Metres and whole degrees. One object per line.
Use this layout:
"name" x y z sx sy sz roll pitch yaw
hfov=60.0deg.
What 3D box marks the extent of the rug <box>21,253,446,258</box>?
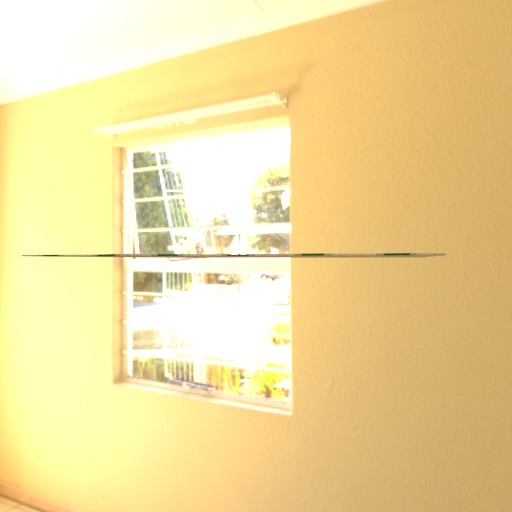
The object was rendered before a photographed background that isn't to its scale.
"rug" 0.000 0.000 4.119 3.041 0.019 2.434 0 -1 18
